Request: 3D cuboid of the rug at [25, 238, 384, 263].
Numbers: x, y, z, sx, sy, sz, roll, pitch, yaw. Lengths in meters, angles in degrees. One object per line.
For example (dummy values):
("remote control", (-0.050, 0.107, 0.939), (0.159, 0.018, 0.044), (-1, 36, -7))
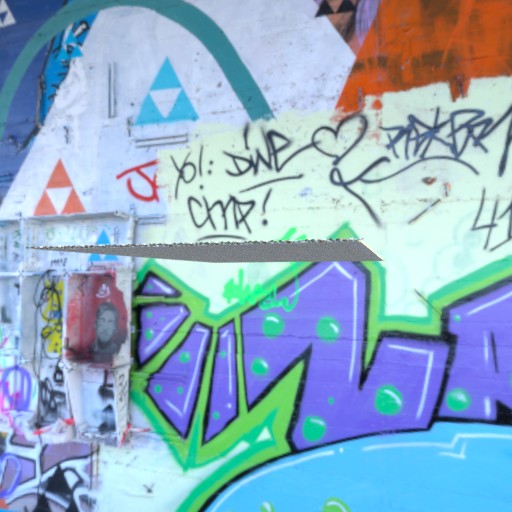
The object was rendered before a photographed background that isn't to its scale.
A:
("rug", (0.000, 0.000, 2.312), (1.247, 0.008, 1.802), (-1, -3, 18))
